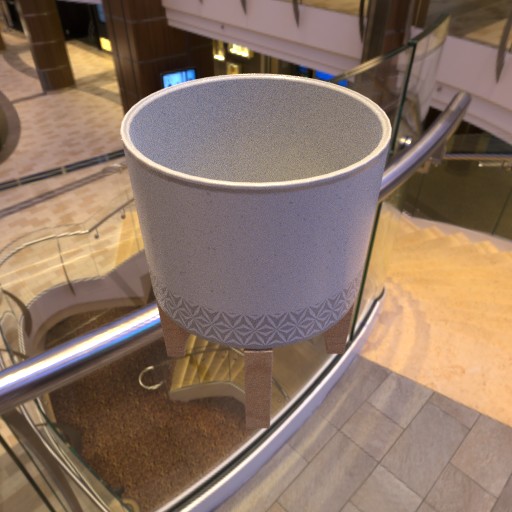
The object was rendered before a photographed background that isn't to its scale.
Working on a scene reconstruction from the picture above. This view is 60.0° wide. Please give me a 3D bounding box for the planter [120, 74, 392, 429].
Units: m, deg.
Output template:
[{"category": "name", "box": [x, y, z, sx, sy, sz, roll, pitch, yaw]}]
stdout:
[{"category": "planter", "box": [0.000, 0.000, 0.274, 0.130, 0.178, 0.130, 0, 40, 0]}]
